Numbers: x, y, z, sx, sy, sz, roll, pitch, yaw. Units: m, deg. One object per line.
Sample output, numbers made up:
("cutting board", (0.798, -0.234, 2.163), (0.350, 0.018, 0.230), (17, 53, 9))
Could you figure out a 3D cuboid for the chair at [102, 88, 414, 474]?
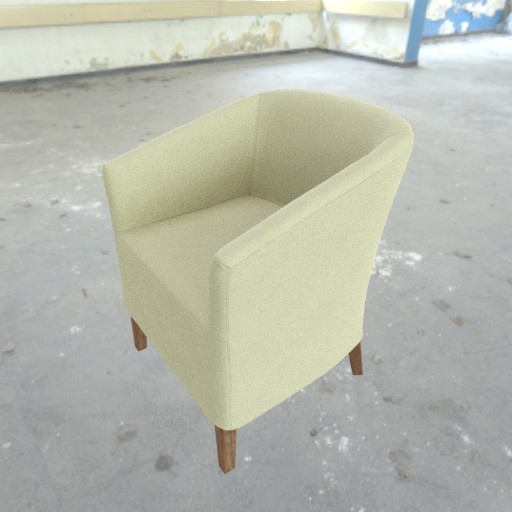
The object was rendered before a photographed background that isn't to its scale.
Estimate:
("chair", (0.000, 0.000, 1.302), (0.657, 0.822, 0.643), (-21, 38, -30))
